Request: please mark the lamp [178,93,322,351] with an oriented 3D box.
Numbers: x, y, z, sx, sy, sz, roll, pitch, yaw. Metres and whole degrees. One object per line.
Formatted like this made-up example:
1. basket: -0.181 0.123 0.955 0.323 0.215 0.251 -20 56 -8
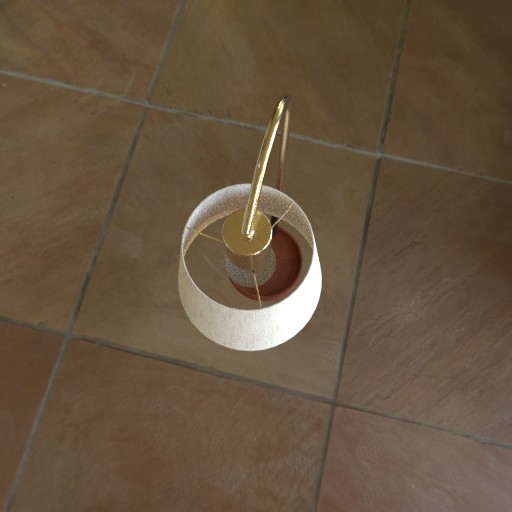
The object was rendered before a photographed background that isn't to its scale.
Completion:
1. lamp: 0.000 0.000 0.648 0.211 0.536 0.273 16 75 4
